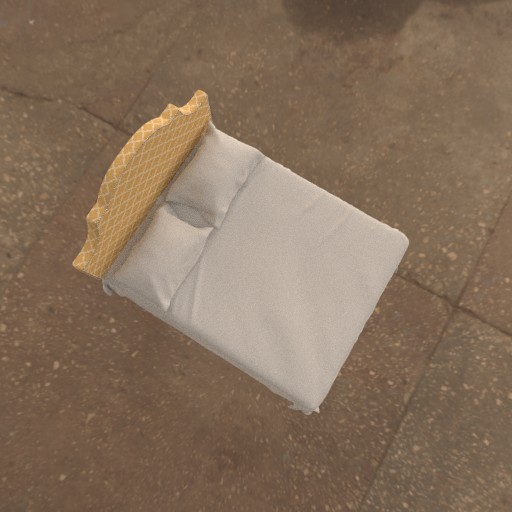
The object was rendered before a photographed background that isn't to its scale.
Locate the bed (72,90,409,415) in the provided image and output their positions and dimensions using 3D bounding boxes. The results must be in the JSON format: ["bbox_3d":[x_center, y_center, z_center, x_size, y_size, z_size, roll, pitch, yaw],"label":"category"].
[{"bbox_3d":[0.000,0.000,3.458,2.222,1.633,1.780,31,79,7],"label":"bed"}]
